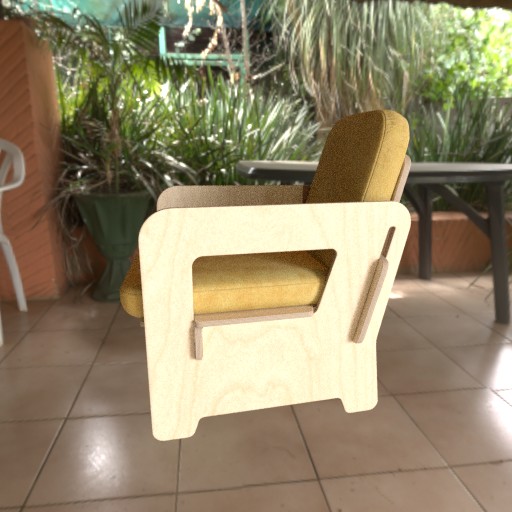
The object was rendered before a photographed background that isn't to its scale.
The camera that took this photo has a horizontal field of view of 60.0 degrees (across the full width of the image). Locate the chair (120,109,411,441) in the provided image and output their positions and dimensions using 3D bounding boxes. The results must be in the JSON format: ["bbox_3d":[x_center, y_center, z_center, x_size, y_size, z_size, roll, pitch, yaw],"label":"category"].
[{"bbox_3d":[0.000,0.000,1.283,0.710,0.800,0.590,-2,14,-8],"label":"chair"}]
